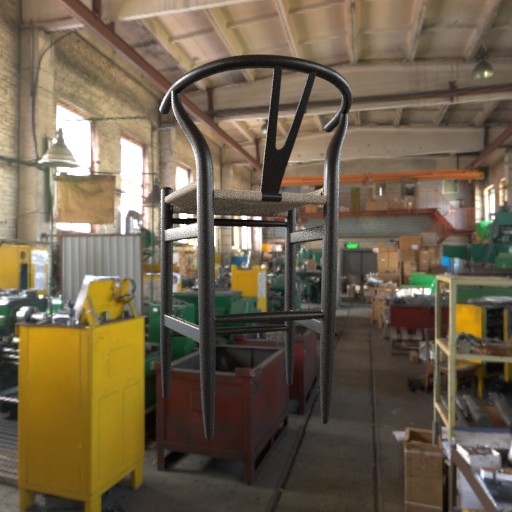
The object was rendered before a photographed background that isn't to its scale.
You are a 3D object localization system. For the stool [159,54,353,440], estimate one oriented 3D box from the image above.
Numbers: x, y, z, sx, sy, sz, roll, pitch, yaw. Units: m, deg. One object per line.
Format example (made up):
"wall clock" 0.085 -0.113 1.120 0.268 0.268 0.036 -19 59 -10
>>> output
"stool" 0.000 0.000 1.344 0.569 0.970 0.579 0 -1 -19
